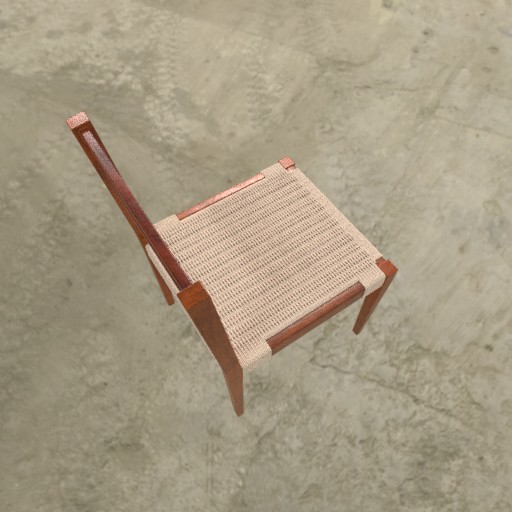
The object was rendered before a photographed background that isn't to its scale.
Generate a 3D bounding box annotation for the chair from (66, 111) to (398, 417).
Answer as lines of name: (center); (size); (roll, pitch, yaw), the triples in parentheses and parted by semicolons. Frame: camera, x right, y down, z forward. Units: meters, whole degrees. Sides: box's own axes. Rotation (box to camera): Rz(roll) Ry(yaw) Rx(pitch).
chair: (0.000, 0.000, 1.195); (0.569, 0.851, 0.495); (-29, 62, -17)
